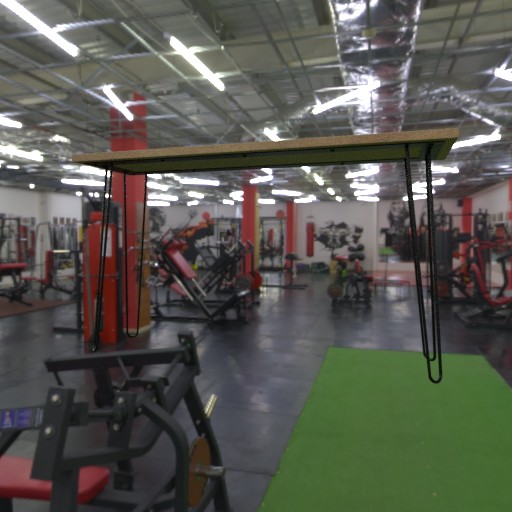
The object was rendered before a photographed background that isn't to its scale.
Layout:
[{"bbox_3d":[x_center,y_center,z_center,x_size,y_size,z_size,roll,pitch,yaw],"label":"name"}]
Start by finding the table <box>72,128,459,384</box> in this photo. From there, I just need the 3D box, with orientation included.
[{"bbox_3d":[0.000,0.000,1.743,1.400,0.799,0.399,1,2,18],"label":"table"}]
